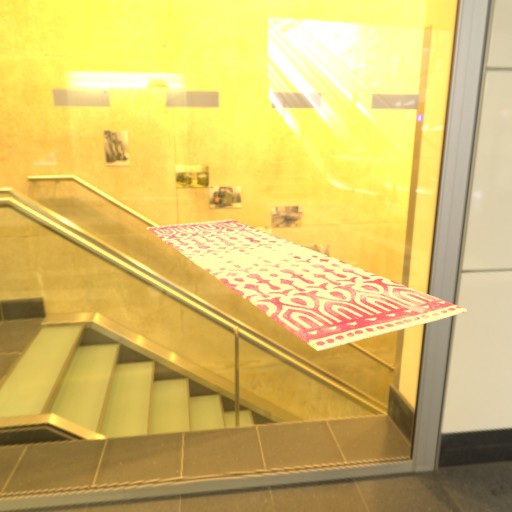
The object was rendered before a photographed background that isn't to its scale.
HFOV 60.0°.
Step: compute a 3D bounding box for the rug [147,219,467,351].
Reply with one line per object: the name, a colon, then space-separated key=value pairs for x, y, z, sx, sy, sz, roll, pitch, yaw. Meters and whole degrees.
rug: x=0.000 y=0.000 z=2.747 sx=0.787 sy=0.011 sz=2.458 roll=-7 pitch=16 yaw=-26
